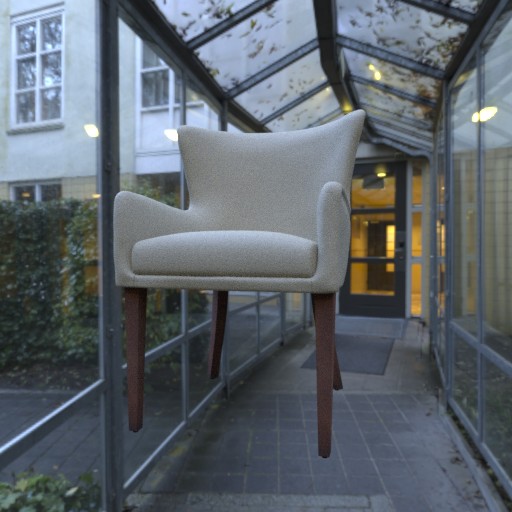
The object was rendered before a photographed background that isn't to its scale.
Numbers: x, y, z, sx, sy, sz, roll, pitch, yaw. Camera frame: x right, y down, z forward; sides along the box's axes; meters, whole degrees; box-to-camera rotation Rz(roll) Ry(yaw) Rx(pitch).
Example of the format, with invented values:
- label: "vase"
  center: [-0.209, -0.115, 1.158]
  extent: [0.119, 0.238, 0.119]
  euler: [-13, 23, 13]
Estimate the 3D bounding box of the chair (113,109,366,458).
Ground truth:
- label: "chair"
  center: [0.000, 0.000, 1.406]
  extent: [0.660, 0.952, 0.686]
  euler: [0, 1, 17]
